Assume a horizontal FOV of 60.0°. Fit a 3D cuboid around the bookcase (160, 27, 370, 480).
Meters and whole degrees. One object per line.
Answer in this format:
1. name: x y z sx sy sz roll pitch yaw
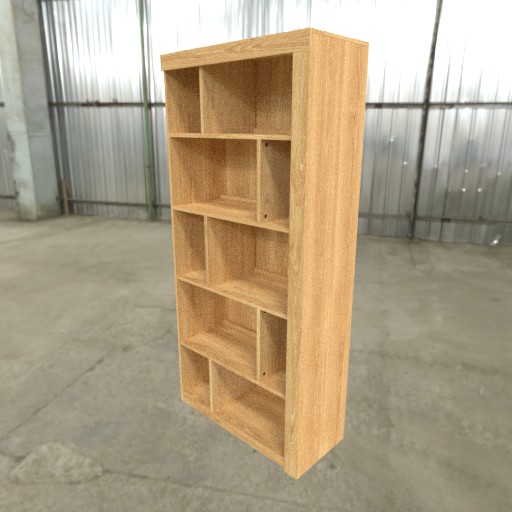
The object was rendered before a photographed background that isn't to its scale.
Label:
1. bookcase: 0.000 0.000 2.358 0.950 2.020 0.420 15 22 41
